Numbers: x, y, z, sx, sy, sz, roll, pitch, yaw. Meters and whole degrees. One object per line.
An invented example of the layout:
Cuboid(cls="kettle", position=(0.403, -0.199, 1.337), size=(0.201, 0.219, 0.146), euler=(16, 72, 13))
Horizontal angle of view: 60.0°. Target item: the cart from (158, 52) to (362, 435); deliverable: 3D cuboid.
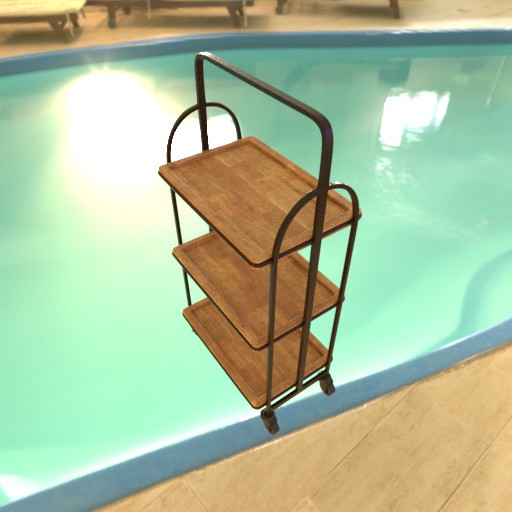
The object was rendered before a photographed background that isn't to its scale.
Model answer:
Cuboid(cls="cart", position=(0.000, 0.000, 1.272), size=(0.327, 1.001, 0.553), euler=(-25, 48, -25))
